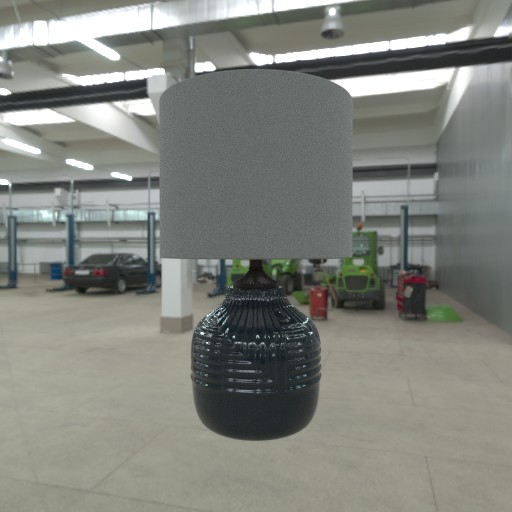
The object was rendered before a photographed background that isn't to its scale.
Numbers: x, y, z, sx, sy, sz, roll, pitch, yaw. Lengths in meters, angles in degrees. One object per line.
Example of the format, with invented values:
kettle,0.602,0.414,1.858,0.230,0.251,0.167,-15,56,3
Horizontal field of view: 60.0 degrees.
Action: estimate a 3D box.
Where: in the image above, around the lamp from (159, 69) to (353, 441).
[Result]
lamp,0.000,0.000,0.747,0.318,0.567,0.318,0,1,0
